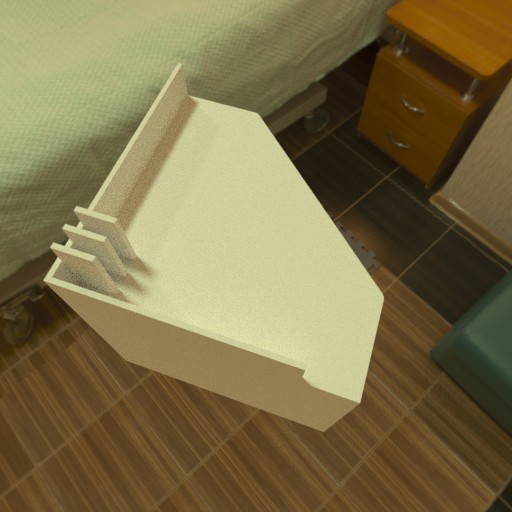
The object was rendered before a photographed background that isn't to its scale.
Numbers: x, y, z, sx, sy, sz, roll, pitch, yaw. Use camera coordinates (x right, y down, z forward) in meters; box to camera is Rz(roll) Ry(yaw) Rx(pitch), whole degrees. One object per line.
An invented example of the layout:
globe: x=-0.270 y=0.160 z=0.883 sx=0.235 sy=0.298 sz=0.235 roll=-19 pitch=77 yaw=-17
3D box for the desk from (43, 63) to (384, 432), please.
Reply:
desk: x=0.000 y=0.000 z=1.743 sx=0.940 sy=0.986 sz=0.940 roll=17 pitch=64 yaw=9
